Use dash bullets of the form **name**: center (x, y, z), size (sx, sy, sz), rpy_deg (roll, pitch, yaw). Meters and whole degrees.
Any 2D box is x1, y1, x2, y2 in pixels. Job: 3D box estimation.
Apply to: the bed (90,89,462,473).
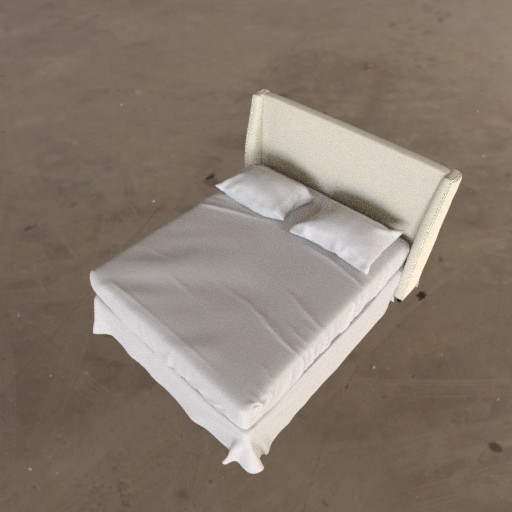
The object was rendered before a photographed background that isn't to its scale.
- **bed**: center (0.000, 0.000, 3.455), size (1.925, 1.332, 2.276), rpy_deg (34, 55, 28)
